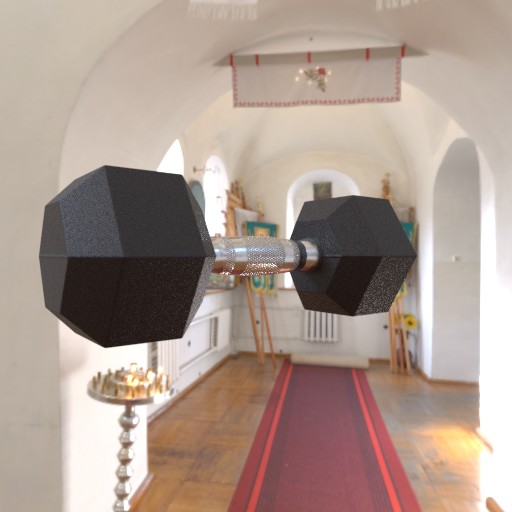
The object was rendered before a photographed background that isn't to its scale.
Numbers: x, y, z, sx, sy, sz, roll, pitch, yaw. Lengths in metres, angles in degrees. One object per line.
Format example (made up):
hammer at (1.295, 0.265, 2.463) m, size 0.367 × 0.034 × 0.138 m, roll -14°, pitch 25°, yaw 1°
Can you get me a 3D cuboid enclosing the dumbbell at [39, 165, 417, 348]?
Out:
dumbbell at (0.000, 0.000, 0.416) m, size 0.356 × 0.123 × 0.141 m, roll 0°, pitch 0°, yaw -37°
